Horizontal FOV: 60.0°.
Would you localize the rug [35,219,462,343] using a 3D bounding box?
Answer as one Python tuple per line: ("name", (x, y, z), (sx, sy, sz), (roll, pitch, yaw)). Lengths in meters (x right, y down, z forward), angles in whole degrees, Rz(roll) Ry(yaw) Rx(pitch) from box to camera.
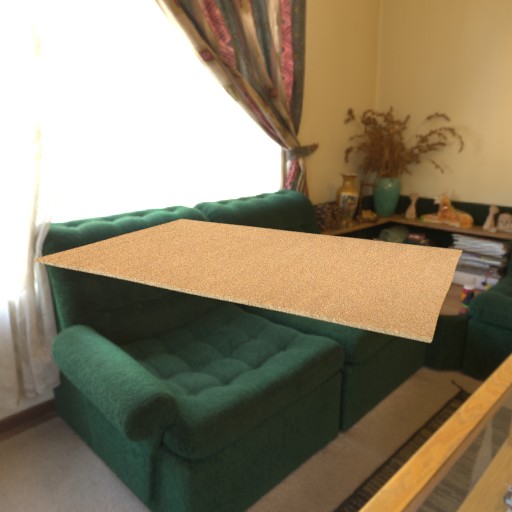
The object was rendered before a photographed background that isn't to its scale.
("rug", (0.000, 0.000, 2.883), (2.346, 0.025, 1.500), (8, 18, 27))
